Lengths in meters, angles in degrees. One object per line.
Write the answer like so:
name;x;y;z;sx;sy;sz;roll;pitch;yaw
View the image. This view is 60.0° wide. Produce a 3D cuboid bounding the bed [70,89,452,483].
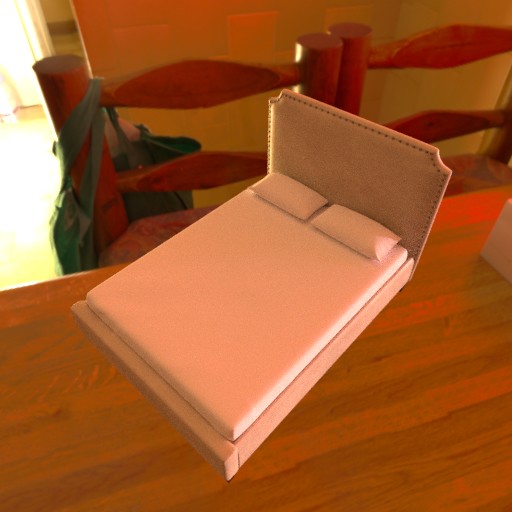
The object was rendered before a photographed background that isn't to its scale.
bed;0.000;0.000;3.392;1.712;1.443;2.372;33;54;28
